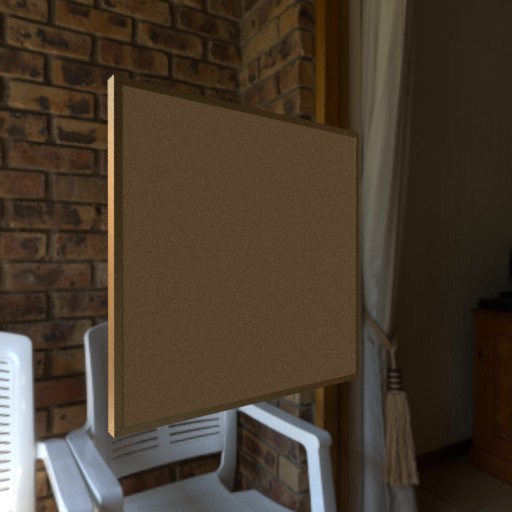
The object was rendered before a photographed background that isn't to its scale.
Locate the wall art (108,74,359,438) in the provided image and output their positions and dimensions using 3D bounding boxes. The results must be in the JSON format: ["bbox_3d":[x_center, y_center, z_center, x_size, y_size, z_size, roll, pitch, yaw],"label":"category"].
[{"bbox_3d":[0.000,0.000,1.167,0.762,0.762,0.038,0,0,-36],"label":"wall art"}]
